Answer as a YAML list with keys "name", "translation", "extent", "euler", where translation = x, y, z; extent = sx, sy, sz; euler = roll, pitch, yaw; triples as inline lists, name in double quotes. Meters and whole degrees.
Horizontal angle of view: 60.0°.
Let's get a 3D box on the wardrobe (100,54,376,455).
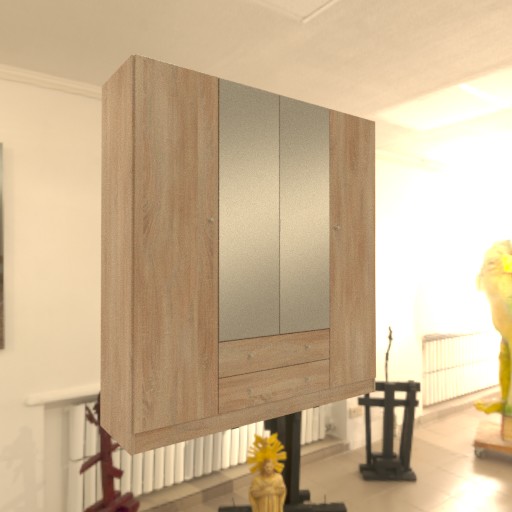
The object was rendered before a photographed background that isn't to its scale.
- name: "wardrobe"
  translation: [0.000, 0.000, 3.159]
  extent: [1.998, 2.159, 0.598]
  euler: [1, -1, -36]
